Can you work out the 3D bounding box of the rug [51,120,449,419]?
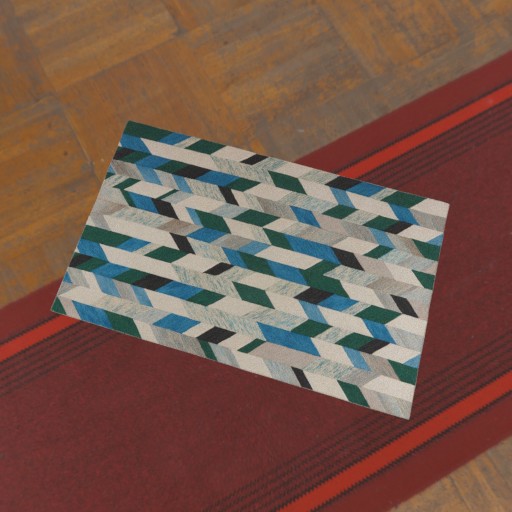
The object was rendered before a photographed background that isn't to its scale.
[{"bbox_3d":[0.000,0.000,3.050,2.433,0.007,1.507,16,75,4],"label":"rug"}]
